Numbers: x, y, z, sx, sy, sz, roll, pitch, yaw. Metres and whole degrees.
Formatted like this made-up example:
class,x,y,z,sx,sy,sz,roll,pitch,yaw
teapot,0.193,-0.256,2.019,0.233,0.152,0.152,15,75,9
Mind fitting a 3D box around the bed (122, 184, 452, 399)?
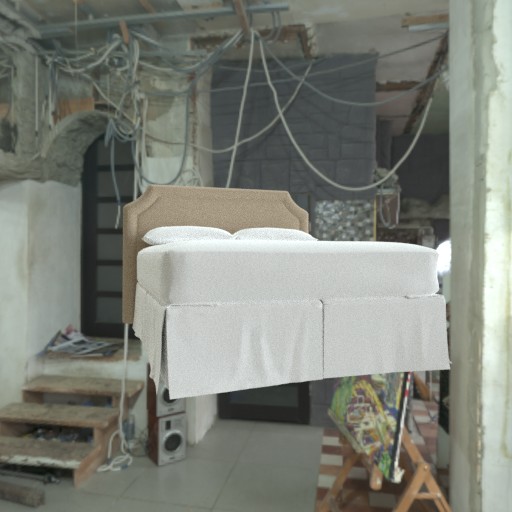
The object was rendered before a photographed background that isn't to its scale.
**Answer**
class,x,y,z,sx,sy,sz,roll,pitch,yaw
bed,0.000,0.000,3.283,1.828,1.301,2.204,0,0,-19
